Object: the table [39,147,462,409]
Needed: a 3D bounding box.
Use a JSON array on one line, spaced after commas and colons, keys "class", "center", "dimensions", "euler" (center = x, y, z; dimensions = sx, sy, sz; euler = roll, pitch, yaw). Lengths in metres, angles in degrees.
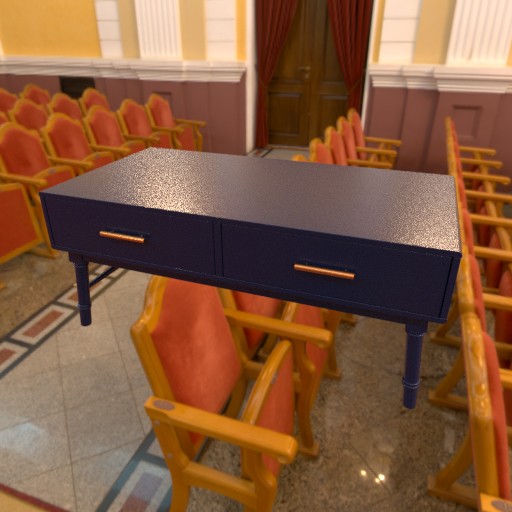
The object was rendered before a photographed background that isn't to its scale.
[{"class": "table", "center": [0.000, 0.000, 1.363], "dimensions": [1.067, 0.457, 0.572], "euler": [10, 28, 18]}]
